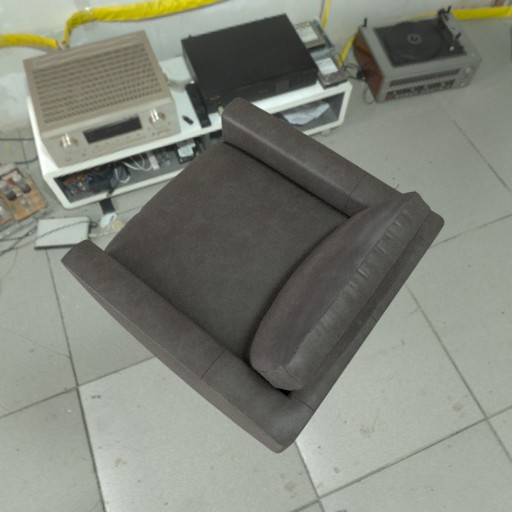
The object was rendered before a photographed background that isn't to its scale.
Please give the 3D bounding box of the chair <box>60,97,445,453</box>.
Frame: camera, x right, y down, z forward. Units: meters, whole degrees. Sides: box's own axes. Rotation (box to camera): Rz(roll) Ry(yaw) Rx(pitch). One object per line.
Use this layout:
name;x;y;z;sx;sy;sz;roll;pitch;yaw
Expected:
chair;0.000;0.000;1.833;1.080;0.807;1.106;35;69;16
